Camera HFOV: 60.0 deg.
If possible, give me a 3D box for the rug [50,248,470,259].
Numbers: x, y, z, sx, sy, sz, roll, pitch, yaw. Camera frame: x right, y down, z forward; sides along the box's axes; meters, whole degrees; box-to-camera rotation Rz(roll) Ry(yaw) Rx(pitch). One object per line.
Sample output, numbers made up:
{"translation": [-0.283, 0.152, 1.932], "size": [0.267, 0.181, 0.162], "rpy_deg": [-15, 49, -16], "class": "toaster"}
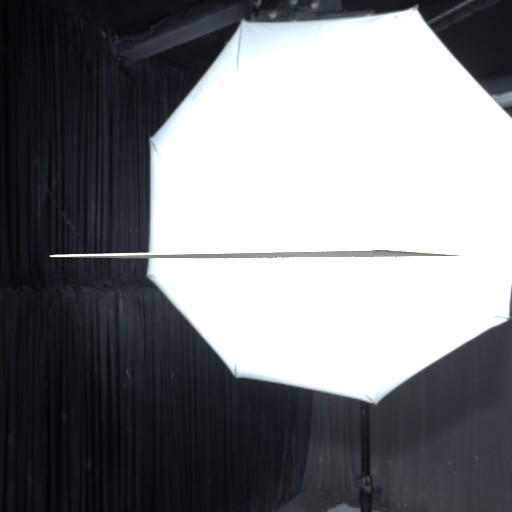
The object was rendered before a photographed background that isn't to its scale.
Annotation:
{"translation": [0.000, 0.000, 2.839], "size": [2.233, 0.011, 1.514], "rpy_deg": [-1, -1, 36], "class": "rug"}
